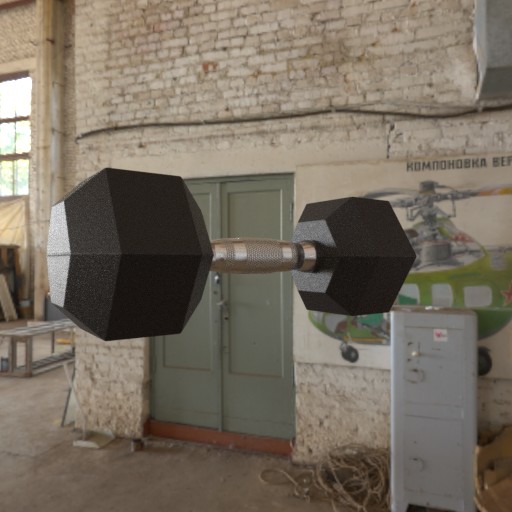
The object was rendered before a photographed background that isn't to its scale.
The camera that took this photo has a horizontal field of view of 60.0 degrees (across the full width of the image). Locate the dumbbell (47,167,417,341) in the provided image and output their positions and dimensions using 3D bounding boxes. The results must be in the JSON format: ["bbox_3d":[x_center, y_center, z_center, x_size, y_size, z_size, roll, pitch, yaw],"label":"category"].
[{"bbox_3d":[0.000,0.000,0.428,0.356,0.123,0.141,0,-1,-35],"label":"dumbbell"}]
